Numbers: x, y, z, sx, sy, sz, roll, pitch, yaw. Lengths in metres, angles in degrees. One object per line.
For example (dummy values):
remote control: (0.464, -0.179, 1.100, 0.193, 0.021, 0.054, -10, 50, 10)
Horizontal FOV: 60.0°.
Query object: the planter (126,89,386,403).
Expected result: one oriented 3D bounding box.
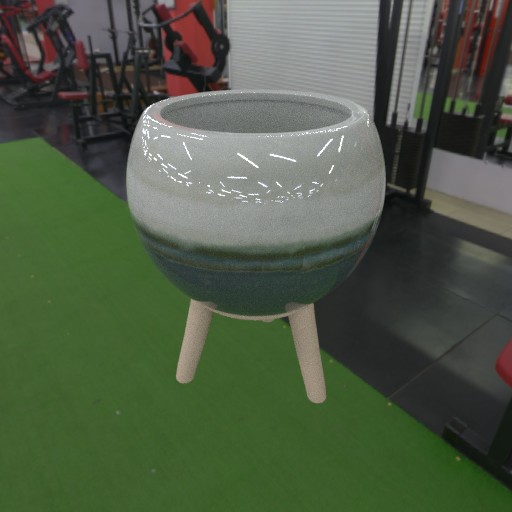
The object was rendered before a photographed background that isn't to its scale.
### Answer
planter: (0.000, 0.000, 0.430, 0.222, 0.278, 0.222, 0, 30, 0)
